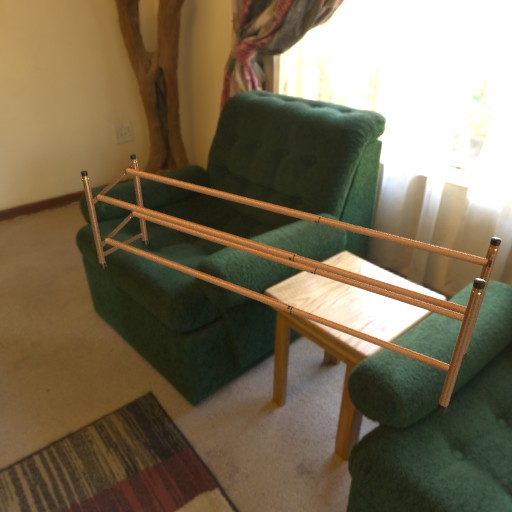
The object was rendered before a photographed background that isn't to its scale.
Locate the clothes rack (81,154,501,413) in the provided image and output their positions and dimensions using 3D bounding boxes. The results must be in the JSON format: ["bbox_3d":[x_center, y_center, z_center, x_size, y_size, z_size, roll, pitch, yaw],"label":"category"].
[{"bbox_3d":[0.000,0.000,1.269,1.168,0.349,0.229,18,34,28],"label":"clothes rack"}]
